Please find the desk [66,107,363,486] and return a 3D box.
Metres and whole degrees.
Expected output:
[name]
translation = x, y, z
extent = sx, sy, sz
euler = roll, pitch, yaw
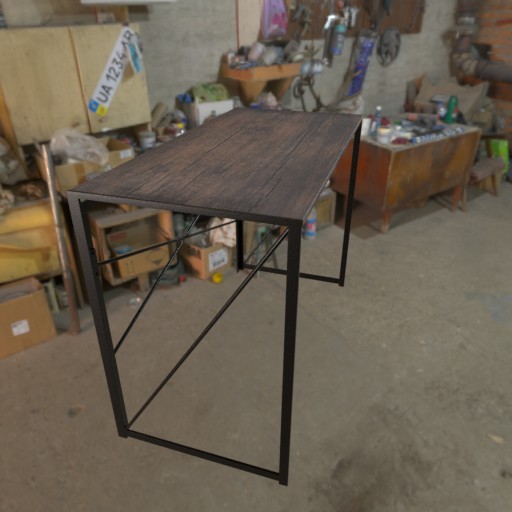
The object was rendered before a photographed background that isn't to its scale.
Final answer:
[desk]
translation = 0.000, 0.000, 1.459
extent = 0.505, 0.747, 1.015
euler = 9, 30, 16
